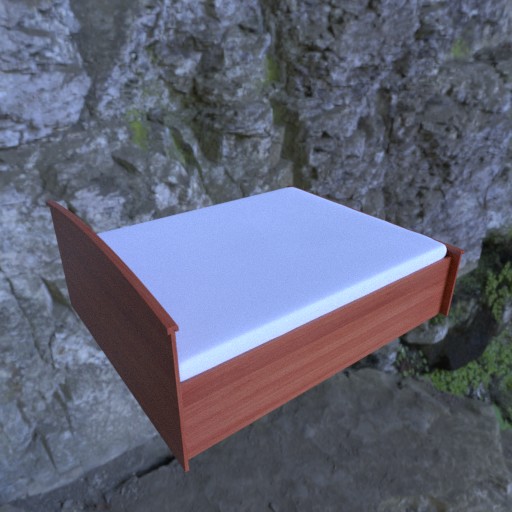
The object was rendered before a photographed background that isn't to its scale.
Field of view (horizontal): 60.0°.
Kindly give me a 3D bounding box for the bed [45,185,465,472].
[{"bbox_3d":[0.000,0.000,2.898,2.053,0.848,1.683,-19,32,-32],"label":"bed"}]
